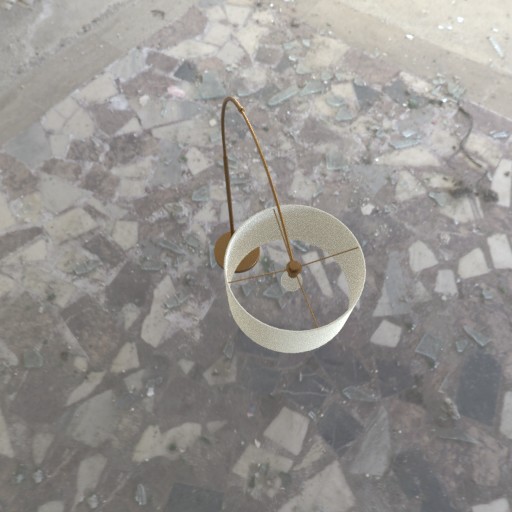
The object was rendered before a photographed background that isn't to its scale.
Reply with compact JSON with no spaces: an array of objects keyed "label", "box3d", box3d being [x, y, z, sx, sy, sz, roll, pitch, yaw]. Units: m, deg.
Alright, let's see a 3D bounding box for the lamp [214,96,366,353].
[{"label":"lamp","box3d":[0.000,0.000,2.496,0.493,1.927,1.434,-15,64,-7]}]
